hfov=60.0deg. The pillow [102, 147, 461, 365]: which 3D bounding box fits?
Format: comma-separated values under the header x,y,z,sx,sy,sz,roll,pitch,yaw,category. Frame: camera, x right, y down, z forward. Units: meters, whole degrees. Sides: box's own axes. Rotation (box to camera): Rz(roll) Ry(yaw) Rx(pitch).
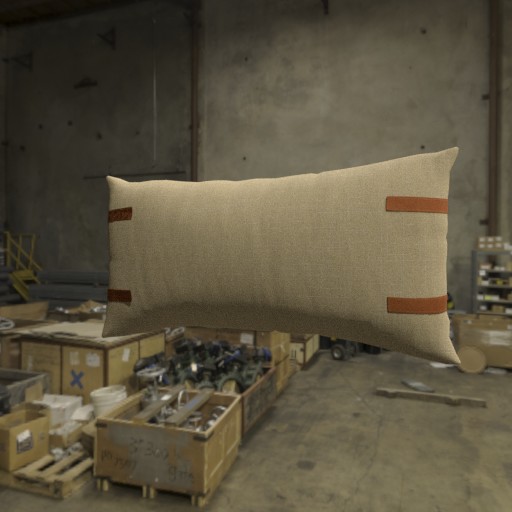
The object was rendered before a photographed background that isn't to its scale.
x,y,z,sx,sy,sz,roll,pitch,yaw,category
0.000,0.000,0.726,0.612,0.308,0.148,0,0,20,pillow
